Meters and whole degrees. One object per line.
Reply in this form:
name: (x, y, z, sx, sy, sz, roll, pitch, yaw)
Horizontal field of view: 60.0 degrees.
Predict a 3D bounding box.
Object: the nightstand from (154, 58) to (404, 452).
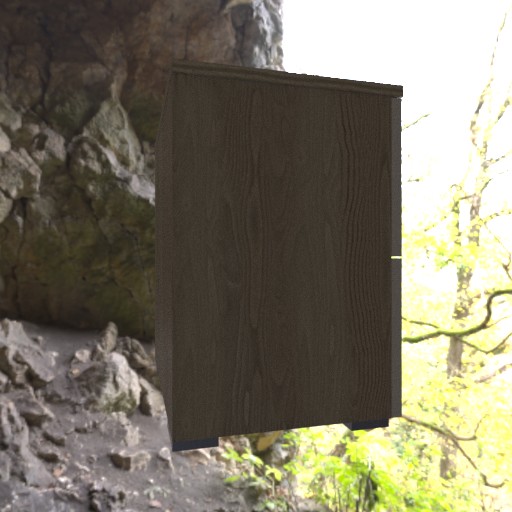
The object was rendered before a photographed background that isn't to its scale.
nightstand: (0.000, 0.000, 0.772, 0.325, 0.461, 0.442, 0, 0, -15)
